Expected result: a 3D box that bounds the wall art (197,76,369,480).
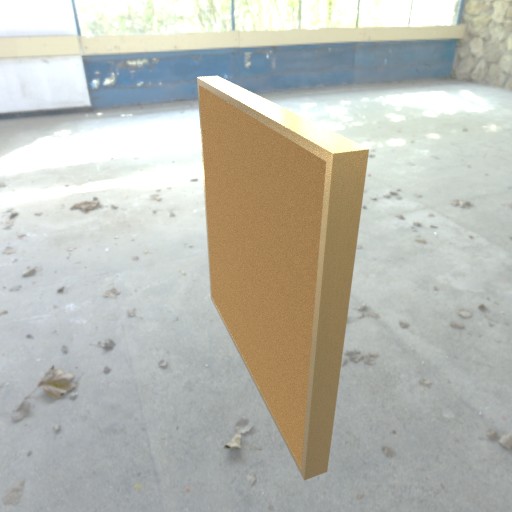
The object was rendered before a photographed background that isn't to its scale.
[{"bbox_3d":[0.000,0.000,0.760,0.040,0.509,0.509,-11,32,-18],"label":"wall art"}]
